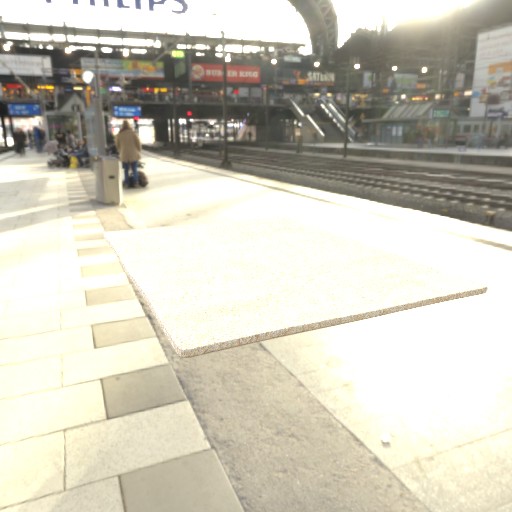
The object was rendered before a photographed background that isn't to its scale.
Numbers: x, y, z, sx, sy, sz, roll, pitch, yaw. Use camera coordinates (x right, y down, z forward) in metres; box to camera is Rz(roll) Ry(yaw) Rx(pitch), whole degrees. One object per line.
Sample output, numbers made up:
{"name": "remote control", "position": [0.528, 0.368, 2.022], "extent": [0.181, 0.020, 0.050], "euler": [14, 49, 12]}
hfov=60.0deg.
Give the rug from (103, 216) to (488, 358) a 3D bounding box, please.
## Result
{"name": "rug", "position": [0.000, 0.000, 2.107], "extent": [1.200, 0.027, 1.600], "euler": [-7, 17, -24]}
